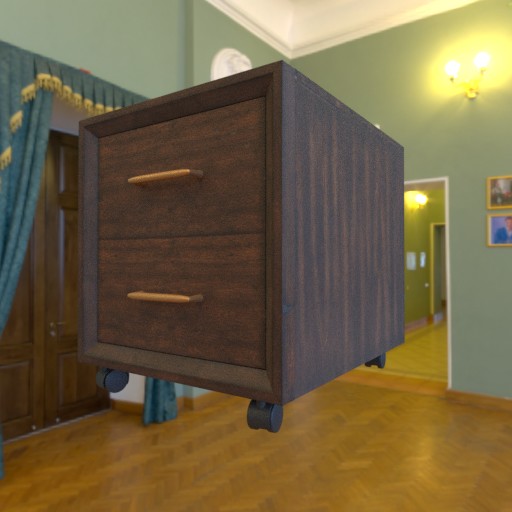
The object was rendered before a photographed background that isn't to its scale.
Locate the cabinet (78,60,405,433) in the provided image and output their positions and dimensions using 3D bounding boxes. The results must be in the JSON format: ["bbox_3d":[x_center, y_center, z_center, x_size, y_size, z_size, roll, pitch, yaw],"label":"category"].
[{"bbox_3d":[0.000,0.000,0.826,0.402,0.455,0.500,0,-1,35],"label":"cabinet"}]
